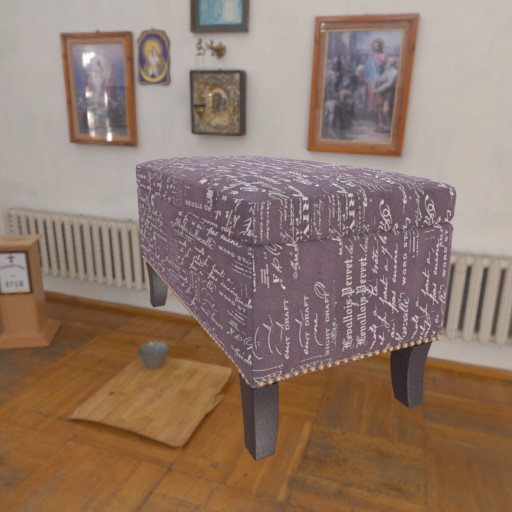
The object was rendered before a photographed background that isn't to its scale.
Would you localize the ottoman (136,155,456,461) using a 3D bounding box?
[{"bbox_3d":[0.000,0.000,1.073,0.406,0.457,0.813,-7,17,-24],"label":"ottoman"}]
